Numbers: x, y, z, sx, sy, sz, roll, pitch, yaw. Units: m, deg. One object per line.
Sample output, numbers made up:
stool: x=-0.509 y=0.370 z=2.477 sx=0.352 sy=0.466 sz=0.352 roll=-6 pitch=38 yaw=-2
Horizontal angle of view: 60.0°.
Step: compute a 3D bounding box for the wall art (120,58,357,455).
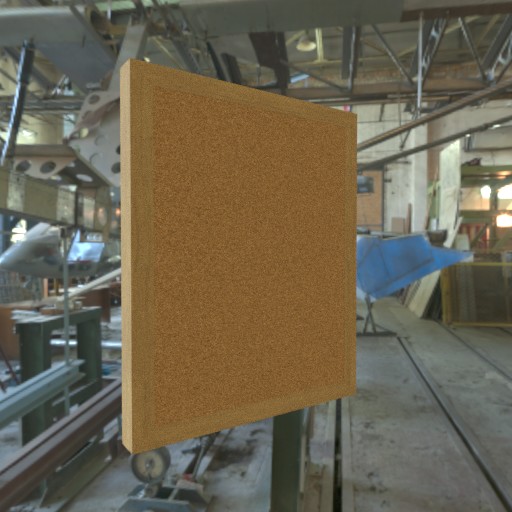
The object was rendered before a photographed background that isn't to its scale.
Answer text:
wall art: x=0.000 y=0.000 z=0.525 sx=0.312 sy=0.380 sz=0.030 roll=-1 pitch=1 yaw=-35
